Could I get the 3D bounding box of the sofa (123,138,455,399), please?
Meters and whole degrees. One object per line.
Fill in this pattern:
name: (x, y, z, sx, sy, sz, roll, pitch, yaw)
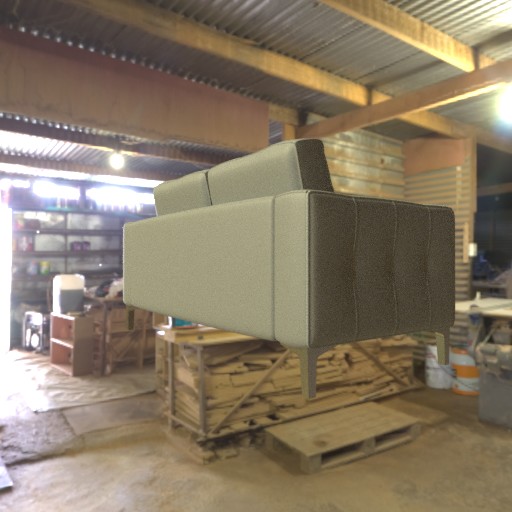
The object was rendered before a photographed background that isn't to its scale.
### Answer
sofa: (0.000, 0.000, 2.263, 0.833, 0.893, 1.726, 0, 0, -35)
